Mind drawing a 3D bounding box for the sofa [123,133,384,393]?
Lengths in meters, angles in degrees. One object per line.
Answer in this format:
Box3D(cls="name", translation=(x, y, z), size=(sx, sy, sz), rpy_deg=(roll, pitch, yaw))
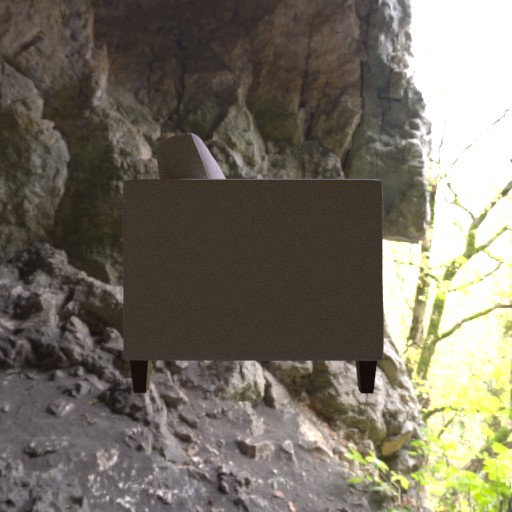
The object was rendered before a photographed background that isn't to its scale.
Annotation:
Box3D(cls="sofa", translation=(0.000, 0.000, 2.259), size=(0.873, 0.888, 1.722), rpy_deg=(0, 0, 0))
